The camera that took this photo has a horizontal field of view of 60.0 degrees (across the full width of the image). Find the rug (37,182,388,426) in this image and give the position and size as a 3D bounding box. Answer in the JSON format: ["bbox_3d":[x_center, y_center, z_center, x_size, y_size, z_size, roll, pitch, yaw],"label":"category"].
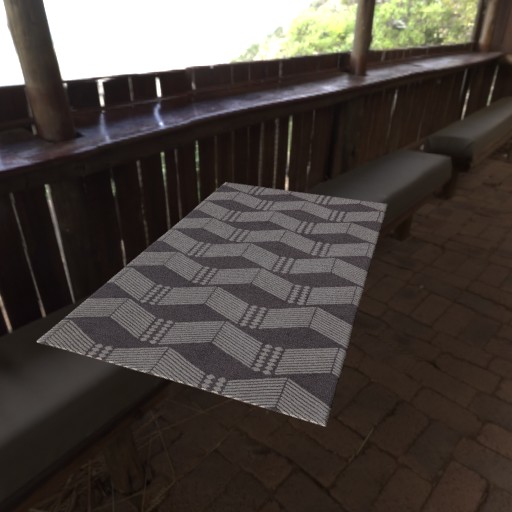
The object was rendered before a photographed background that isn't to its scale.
[{"bbox_3d":[0.000,0.000,3.047,1.517,0.011,2.435,10,32,17],"label":"rug"}]
